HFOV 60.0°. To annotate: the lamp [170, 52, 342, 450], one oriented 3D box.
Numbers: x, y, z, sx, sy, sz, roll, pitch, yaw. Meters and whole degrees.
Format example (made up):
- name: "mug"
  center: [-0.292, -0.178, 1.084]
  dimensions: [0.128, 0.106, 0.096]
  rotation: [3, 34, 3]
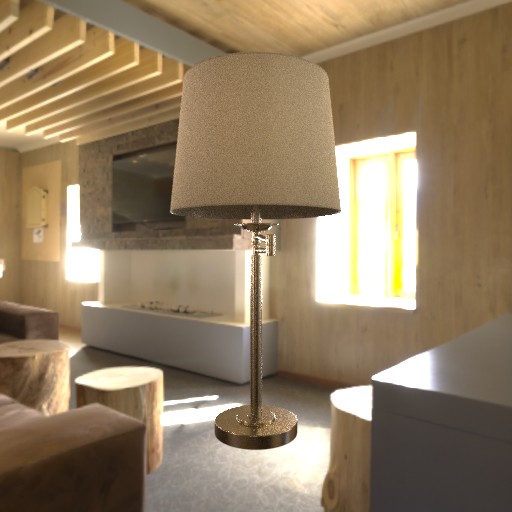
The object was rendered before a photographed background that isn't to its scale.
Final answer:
- name: "lamp"
  center: [0.000, 0.000, 0.874]
  dimensions: [0.333, 0.696, 0.333]
  rotation: [0, 1, 0]
